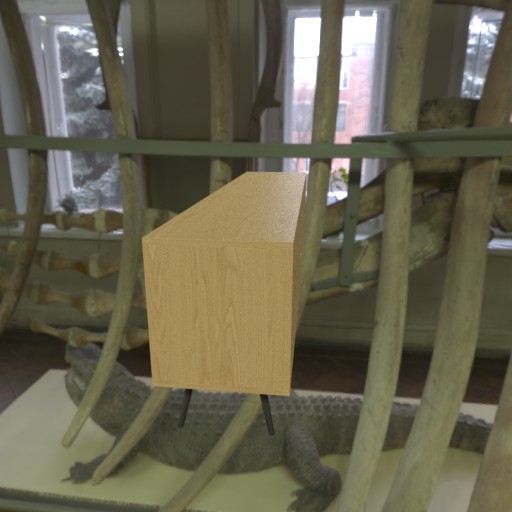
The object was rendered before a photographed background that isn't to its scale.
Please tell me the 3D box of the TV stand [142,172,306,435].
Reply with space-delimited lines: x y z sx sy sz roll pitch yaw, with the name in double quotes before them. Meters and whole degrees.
"TV stand" 0.000 0.000 1.984 0.400 0.580 1.760 2 16 7
